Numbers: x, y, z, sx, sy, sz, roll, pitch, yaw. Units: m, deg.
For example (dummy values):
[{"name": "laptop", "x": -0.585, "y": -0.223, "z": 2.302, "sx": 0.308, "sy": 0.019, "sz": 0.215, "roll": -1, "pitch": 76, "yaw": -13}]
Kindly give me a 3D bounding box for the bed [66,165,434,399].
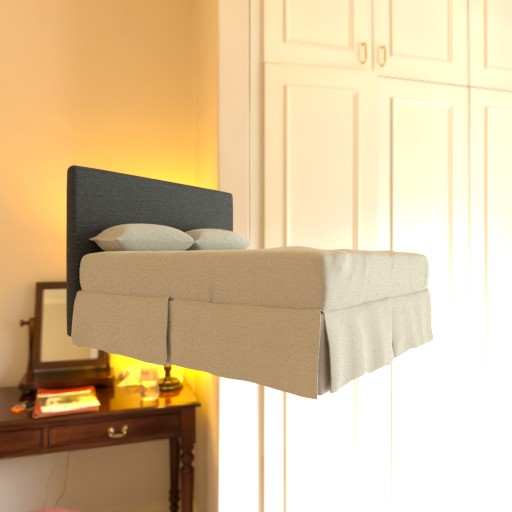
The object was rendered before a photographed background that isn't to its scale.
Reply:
[{"name": "bed", "x": 0.000, "y": 0.000, "z": 3.315, "sx": 2.142, "sy": 1.330, "sz": 1.884, "roll": 0, "pitch": 0, "yaw": 36}]
